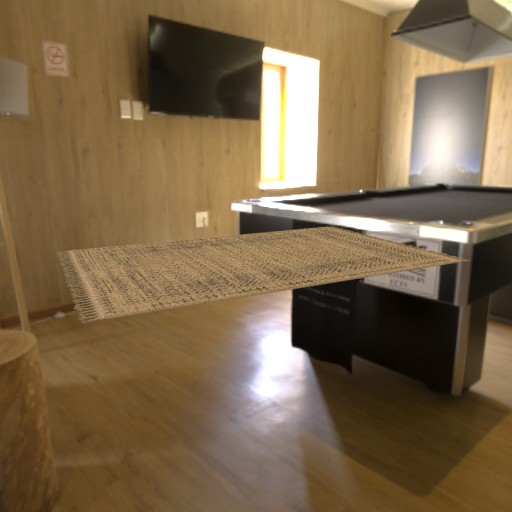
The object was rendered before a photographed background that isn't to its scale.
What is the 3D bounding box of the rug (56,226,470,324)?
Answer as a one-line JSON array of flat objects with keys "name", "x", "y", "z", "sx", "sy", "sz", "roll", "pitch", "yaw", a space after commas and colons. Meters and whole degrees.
[{"name": "rug", "x": 0.000, "y": 0.000, "z": 3.104, "sx": 2.486, "sy": 0.013, "sz": 1.548, "roll": -7, "pitch": 15, "yaw": -26}]
